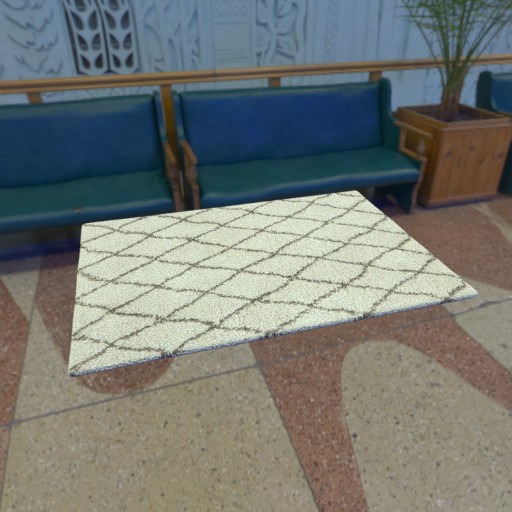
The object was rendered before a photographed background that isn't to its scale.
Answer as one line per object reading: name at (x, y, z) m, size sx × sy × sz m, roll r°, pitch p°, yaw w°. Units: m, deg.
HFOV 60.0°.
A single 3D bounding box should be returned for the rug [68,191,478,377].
rug at (0.000, 0.000, 2.320) m, size 1.778 × 0.030 × 1.219 m, roll -9°, pitch 33°, yaw -14°
